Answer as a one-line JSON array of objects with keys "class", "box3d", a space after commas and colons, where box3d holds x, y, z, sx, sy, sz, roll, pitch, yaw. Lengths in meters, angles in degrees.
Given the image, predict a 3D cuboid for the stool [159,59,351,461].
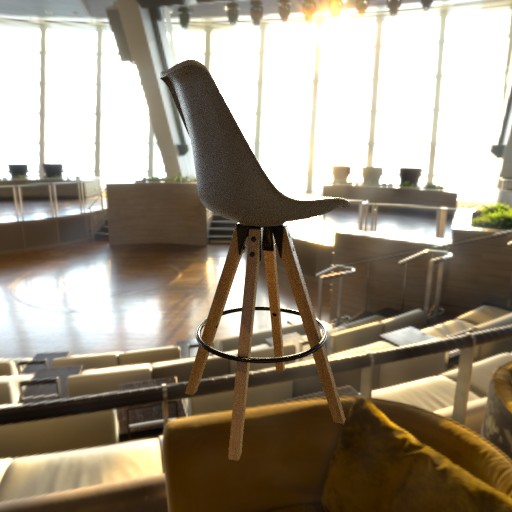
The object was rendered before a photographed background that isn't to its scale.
[{"class": "stool", "box3d": [0.000, 0.000, 1.446, 0.550, 1.115, 0.485, -7, 16, -26]}]
